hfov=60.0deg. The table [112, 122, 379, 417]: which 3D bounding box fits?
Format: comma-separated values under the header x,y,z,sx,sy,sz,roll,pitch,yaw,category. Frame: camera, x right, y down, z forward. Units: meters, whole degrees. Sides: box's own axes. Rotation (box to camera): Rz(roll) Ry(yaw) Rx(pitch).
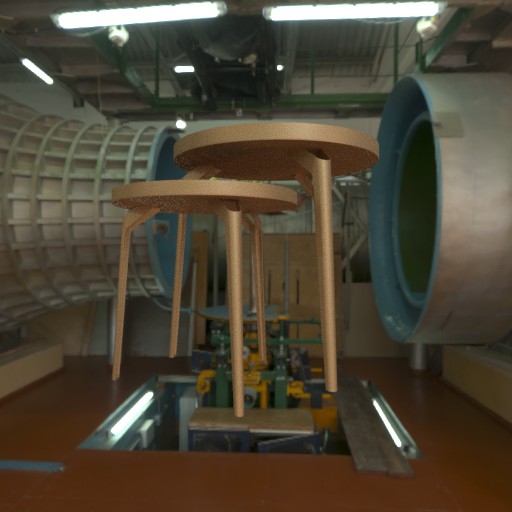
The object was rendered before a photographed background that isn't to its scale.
x,y,z,sx,sy,sz,roll,pitch,yaw,category
0.000,0.000,1.114,0.532,0.555,0.751,0,1,38,table
